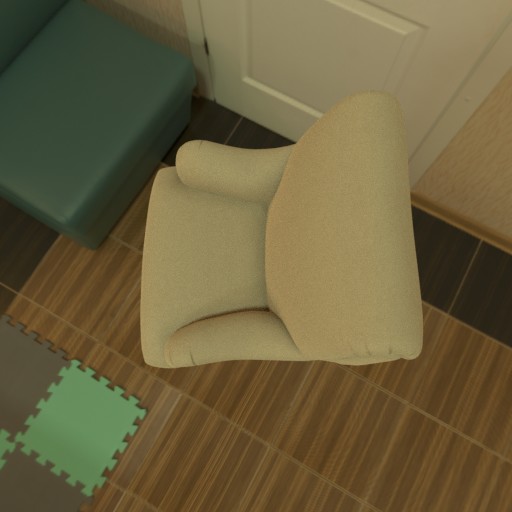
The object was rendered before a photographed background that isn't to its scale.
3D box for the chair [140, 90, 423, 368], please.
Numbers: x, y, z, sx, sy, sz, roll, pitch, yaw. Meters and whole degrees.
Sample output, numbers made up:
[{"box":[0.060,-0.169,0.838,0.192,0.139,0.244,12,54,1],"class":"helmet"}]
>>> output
[{"box":[0.000,0.000,1.560,0.842,0.942,0.766,0,75,0],"class":"chair"}]
